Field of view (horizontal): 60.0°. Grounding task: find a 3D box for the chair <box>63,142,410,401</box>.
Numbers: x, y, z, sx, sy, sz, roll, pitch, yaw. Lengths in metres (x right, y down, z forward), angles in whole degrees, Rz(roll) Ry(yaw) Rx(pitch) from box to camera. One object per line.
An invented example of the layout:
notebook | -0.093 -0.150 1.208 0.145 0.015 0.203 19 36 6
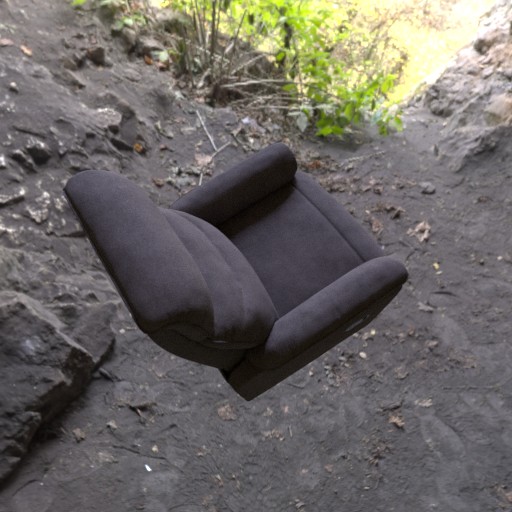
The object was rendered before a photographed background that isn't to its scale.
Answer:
chair | 0.000 0.000 1.706 1.009 1.036 0.830 -30 63 -17
